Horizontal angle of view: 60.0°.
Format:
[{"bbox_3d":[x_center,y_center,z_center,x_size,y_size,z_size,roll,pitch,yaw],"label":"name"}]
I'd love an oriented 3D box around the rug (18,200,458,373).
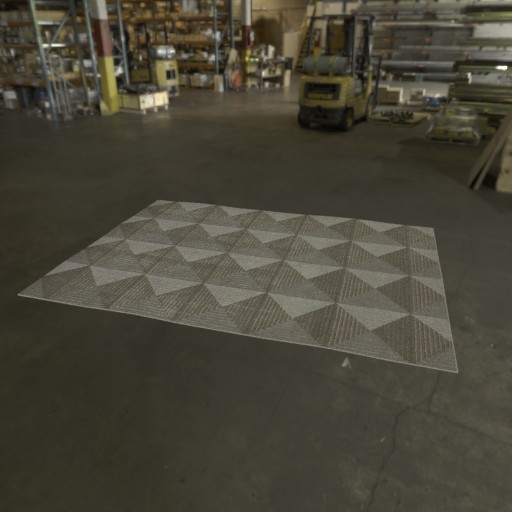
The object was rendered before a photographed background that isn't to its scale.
[{"bbox_3d":[0.000,0.000,4.224,3.333,0.027,2.428,7,27,15],"label":"rug"}]
